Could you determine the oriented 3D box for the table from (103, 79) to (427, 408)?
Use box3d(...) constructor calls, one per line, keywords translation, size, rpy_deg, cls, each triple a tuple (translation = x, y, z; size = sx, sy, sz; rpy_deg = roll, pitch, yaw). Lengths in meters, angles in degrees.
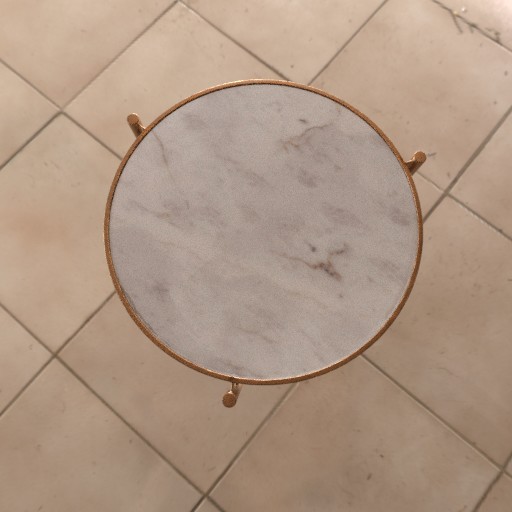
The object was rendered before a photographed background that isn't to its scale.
box3d(translation=(0.000, 0.000, 0.824), size=(0.456, 0.493, 0.430), rpy_deg=(38, 80, 8), cls="table")
